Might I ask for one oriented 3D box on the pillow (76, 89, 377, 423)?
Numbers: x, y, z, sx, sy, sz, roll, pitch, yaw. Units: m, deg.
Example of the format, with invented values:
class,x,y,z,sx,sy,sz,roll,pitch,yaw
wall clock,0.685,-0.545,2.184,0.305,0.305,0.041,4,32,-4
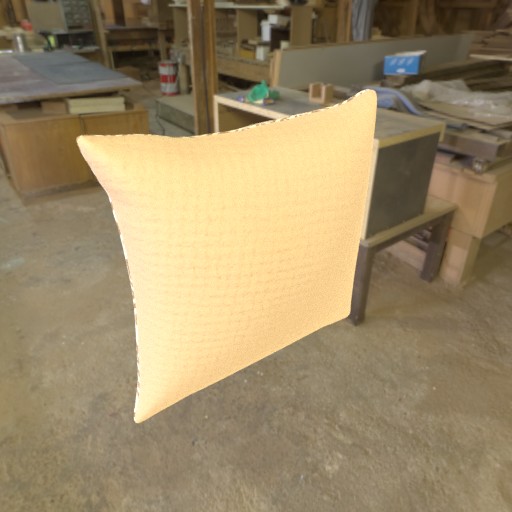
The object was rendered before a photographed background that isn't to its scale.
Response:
class,x,y,z,sx,sy,sz,roll,pitch,yaw
pillow,0.000,0.000,0.626,0.419,0.407,0.173,-20,37,-29
